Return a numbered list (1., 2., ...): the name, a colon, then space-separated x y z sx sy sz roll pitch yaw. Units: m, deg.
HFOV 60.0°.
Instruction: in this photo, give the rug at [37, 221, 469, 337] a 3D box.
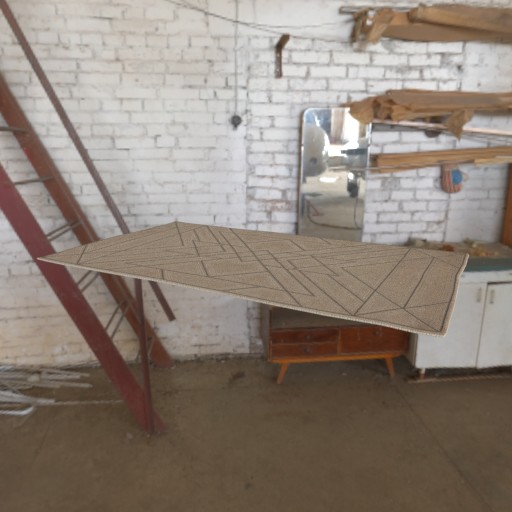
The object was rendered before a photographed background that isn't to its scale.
1. rug: 0.000 0.000 1.029 0.869 0.008 0.511 8 17 27
